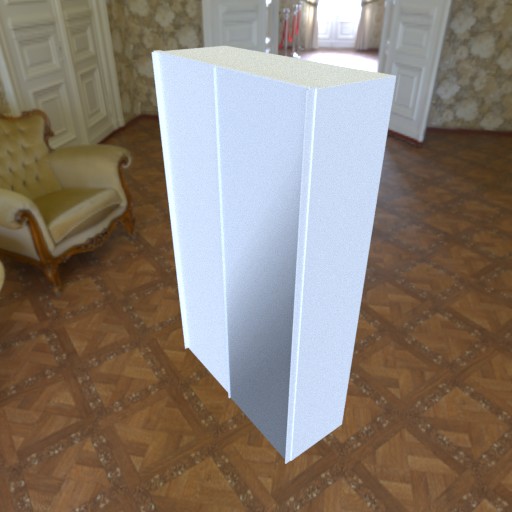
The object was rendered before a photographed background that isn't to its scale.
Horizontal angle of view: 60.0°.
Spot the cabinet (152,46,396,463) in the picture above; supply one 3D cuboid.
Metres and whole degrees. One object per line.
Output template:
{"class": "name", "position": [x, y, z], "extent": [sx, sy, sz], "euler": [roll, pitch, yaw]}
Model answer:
{"class": "cabinet", "position": [0.000, 0.000, 2.654], "extent": [0.480, 2.160, 1.250], "euler": [-21, 38, -31]}
